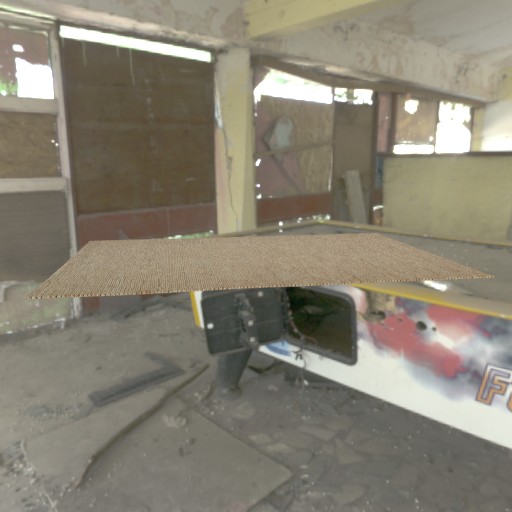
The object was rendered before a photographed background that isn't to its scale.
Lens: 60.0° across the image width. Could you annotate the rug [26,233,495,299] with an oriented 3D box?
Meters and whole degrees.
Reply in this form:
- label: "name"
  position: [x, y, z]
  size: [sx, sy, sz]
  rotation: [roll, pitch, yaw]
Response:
- label: "rug"
  position: [0.000, 0.000, 2.999]
  size: [2.439, 0.011, 1.533]
  rotation: [-2, 12, -9]
